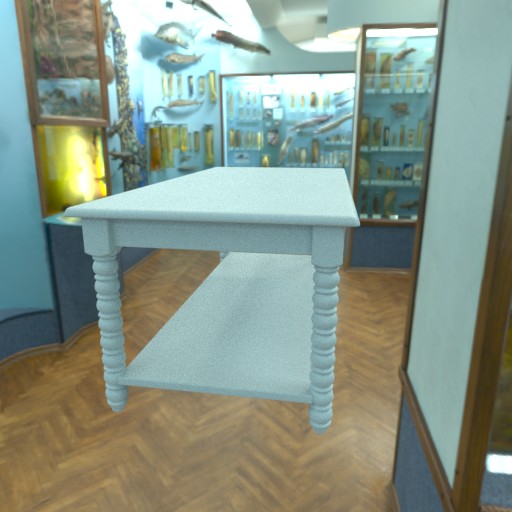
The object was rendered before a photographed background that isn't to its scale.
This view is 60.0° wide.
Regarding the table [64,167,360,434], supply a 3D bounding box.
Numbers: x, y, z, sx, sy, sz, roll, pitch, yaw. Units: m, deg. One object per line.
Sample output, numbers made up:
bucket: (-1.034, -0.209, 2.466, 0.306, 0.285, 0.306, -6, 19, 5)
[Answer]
table: (0.000, 0.000, 1.451, 0.580, 0.487, 1.171, 3, 16, 9)
